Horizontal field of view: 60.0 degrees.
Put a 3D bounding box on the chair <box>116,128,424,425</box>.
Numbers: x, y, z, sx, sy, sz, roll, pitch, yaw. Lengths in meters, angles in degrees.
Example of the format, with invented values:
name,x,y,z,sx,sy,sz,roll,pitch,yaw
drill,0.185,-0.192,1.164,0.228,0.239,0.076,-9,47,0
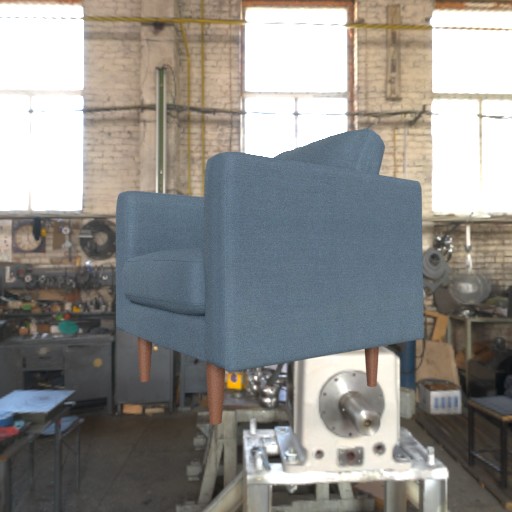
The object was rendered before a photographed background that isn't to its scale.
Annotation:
name,x,y,z,sx,sy,sz,roll,pitch,yaw
chair,0.000,0.000,1.611,0.820,0.922,0.855,1,-1,-35
